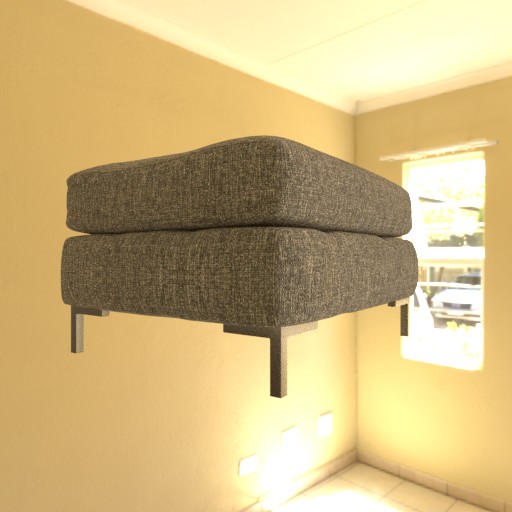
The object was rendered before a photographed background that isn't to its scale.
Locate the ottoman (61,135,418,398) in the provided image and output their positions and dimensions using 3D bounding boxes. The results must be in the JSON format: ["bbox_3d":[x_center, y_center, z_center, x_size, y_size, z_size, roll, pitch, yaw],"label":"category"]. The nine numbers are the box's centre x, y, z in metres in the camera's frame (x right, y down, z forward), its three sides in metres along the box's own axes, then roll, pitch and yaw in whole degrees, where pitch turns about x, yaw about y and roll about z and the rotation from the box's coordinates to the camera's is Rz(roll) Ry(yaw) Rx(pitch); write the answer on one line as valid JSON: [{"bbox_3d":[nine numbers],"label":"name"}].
[{"bbox_3d":[0.000,0.000,1.218,0.683,0.480,0.828,0,0,36],"label":"ottoman"}]
